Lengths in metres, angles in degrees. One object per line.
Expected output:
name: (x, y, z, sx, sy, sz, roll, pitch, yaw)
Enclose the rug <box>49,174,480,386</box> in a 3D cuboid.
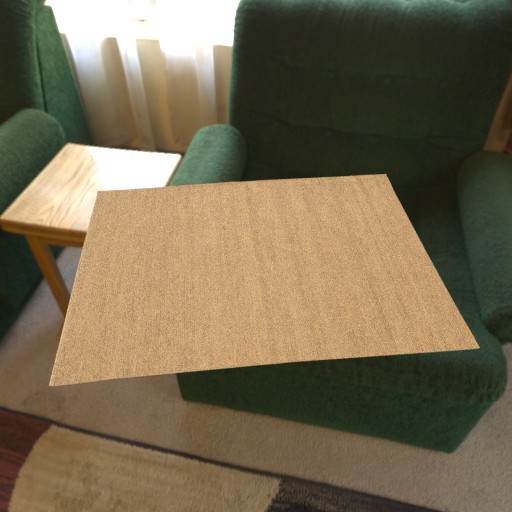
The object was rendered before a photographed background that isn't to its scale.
rug: (0.000, 0.000, 2.873, 2.264, 0.030, 1.624, -4, 45, -4)
